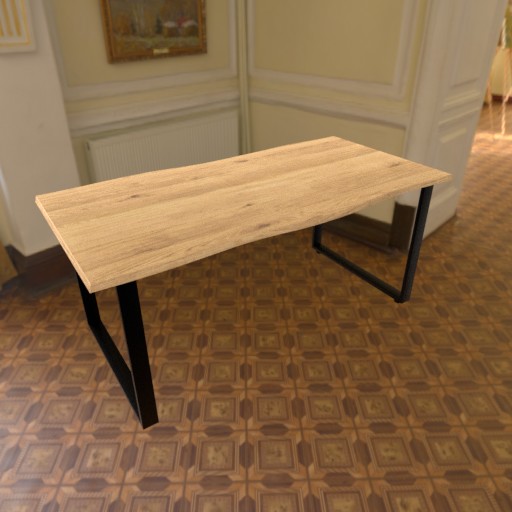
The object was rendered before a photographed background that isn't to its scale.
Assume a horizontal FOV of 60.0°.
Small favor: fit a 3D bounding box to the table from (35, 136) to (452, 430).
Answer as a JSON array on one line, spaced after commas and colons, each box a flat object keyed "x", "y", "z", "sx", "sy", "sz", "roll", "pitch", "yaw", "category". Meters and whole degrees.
[{"x": 0.000, "y": 0.000, "z": 2.287, "sx": 1.800, "sy": 0.780, "sz": 0.900, "roll": -18, "pitch": 35, "yaw": -29, "category": "table"}]
